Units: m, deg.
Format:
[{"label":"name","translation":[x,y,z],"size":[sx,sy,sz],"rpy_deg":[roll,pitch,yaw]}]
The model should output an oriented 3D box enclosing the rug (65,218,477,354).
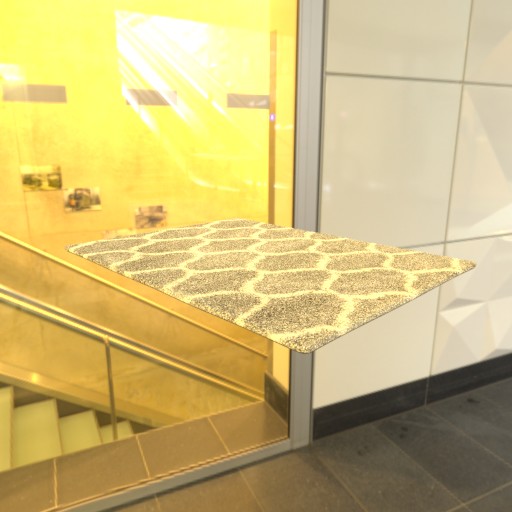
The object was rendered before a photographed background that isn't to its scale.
[{"label":"rug","translation":[0.000,0.000,2.122],"size":[1.200,0.025,1.600],"rpy_deg":[-14,20,-42]}]
